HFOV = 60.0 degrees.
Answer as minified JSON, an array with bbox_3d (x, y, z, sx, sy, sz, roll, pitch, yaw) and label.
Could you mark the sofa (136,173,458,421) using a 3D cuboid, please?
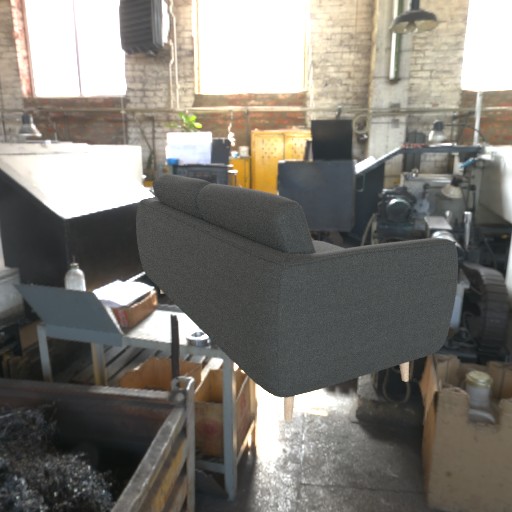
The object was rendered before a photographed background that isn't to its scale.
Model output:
[{"bbox_3d":[0.000,0.000,2.477,0.920,0.850,2.000,-8,16,-27],"label":"sofa"}]
